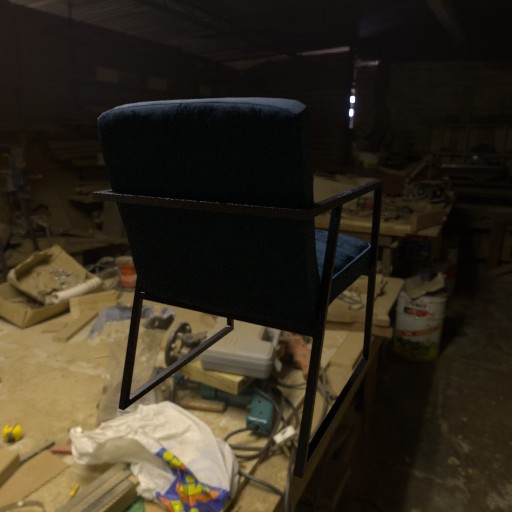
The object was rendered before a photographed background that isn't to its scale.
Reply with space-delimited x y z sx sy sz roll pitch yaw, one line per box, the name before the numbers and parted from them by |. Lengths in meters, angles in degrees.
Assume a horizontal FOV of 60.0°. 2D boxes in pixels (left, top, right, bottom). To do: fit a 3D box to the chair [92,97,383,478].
chair | 0.000 0.000 1.295 0.571 0.833 0.677 8 18 27
